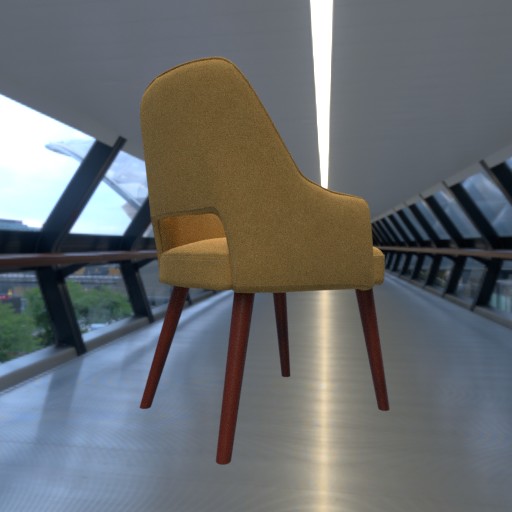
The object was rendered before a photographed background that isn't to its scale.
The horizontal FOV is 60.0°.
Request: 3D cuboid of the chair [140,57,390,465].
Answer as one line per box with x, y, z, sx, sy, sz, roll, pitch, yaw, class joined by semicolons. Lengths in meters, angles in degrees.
0.000;0.000;1.221;0.605;0.849;0.548;0;0;-37;chair
